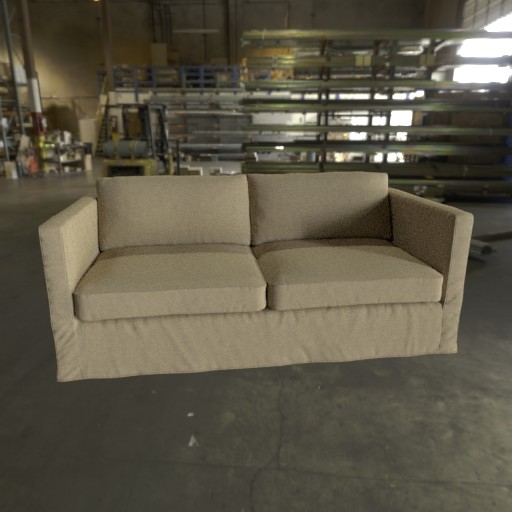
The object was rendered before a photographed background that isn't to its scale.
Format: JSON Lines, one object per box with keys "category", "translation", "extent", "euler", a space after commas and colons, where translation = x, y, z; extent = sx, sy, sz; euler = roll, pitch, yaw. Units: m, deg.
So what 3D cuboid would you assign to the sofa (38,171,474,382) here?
{"category": "sofa", "translation": [0.000, 0.000, 2.425], "extent": [1.959, 0.835, 0.962], "euler": [-2, 17, -8]}
